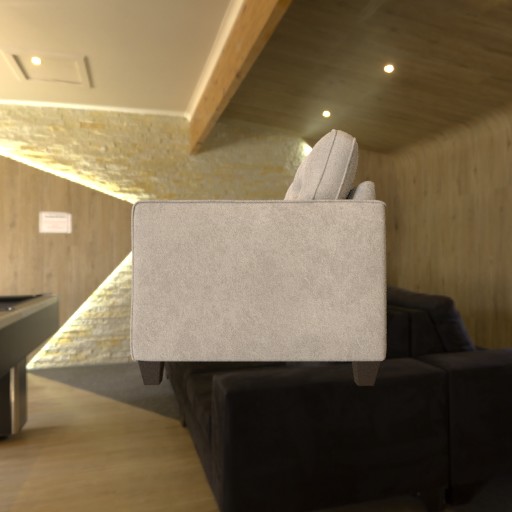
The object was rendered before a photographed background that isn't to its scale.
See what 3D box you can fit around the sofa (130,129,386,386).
[{"bbox_3d":[0.000,0.000,2.623,0.939,0.965,2.133,0,-1,0],"label":"sofa"}]
